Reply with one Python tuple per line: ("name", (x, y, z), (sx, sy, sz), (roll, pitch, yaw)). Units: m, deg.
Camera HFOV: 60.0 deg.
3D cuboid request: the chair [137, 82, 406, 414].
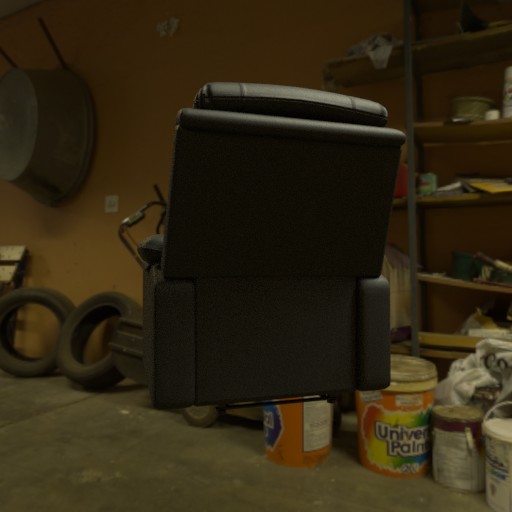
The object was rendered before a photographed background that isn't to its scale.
("chair", (0.000, 0.000, 1.673), (0.855, 0.992, 0.919), (0, -1, -17))
